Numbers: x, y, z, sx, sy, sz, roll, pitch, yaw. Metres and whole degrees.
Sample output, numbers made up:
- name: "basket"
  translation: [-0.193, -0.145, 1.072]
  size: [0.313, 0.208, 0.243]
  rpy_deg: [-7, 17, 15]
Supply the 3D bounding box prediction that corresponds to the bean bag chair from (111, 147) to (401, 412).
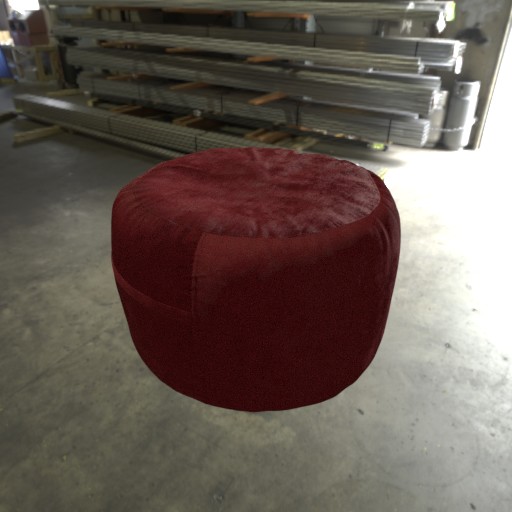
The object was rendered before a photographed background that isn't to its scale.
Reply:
- name: "bean bag chair"
  translation: [0.000, 0.000, 2.001]
  size: [1.219, 0.762, 1.219]
  rpy_deg: [0, 31, 0]
